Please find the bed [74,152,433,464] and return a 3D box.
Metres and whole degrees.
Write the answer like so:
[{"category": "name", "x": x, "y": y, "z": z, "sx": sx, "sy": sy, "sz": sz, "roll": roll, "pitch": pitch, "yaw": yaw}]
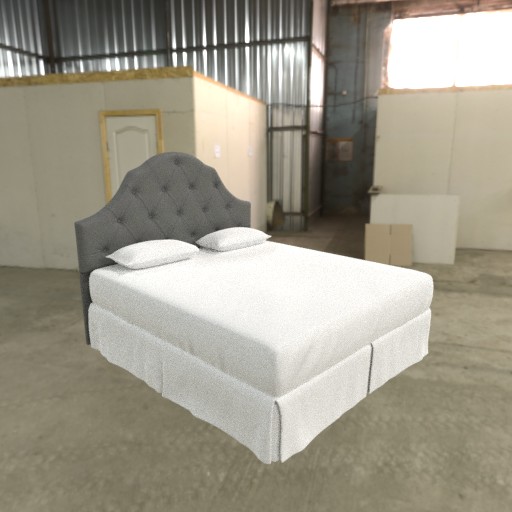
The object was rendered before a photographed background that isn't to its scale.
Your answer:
[{"category": "bed", "x": 0.000, "y": 0.000, "z": 3.573, "sx": 2.214, "sy": 1.615, "sz": 2.008, "roll": 13, "pitch": 19, "yaw": 43}]
